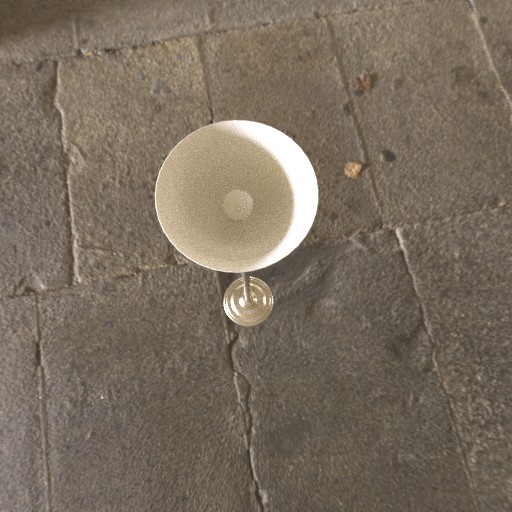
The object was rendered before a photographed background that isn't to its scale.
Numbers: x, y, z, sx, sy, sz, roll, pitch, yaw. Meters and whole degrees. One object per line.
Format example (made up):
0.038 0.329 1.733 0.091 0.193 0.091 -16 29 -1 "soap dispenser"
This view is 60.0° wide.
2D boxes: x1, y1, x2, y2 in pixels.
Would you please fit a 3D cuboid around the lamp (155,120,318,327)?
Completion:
0.000 0.000 1.981 0.405 1.785 0.575 33 78 8 "lamp"
